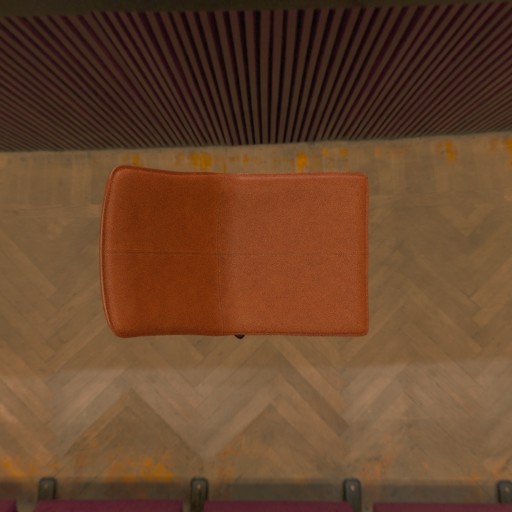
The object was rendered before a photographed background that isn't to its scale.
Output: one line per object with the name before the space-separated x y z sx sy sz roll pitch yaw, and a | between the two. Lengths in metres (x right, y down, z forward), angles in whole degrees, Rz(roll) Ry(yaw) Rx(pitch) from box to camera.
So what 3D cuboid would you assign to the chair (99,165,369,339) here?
chair | 0.000 0.000 1.318 0.660 0.920 0.651 0 90 1
